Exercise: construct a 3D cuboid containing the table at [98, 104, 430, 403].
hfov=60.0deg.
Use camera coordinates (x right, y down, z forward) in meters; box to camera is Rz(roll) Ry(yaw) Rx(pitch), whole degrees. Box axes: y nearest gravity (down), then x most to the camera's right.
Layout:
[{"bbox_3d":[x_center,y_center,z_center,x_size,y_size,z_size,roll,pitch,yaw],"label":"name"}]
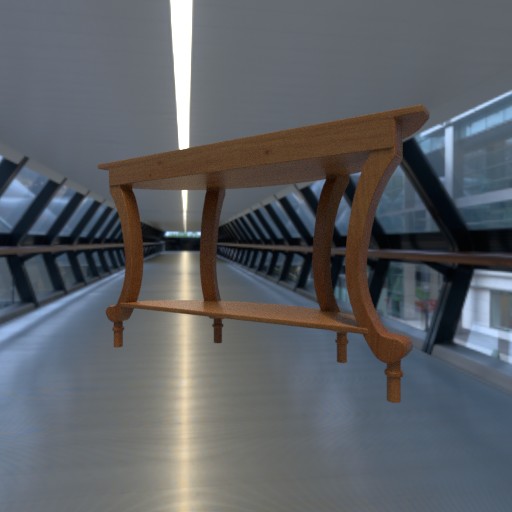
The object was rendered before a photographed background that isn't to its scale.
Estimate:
[{"bbox_3d":[0.000,0.000,1.505,1.198,0.692,0.394,0,1,35],"label":"table"}]
